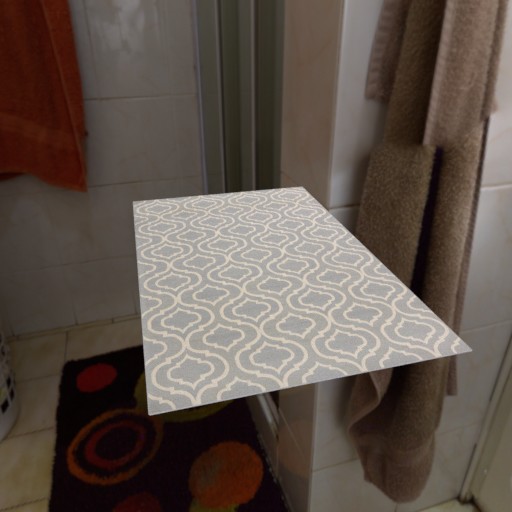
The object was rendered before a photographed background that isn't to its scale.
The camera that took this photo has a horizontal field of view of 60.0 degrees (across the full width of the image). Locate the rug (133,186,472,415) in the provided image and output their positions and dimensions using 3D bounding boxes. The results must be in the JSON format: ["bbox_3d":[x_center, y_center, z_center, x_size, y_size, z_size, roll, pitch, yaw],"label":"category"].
[{"bbox_3d":[0.000,0.000,2.198,1.141,0.015,1.749,-7,30,-13],"label":"rug"}]
